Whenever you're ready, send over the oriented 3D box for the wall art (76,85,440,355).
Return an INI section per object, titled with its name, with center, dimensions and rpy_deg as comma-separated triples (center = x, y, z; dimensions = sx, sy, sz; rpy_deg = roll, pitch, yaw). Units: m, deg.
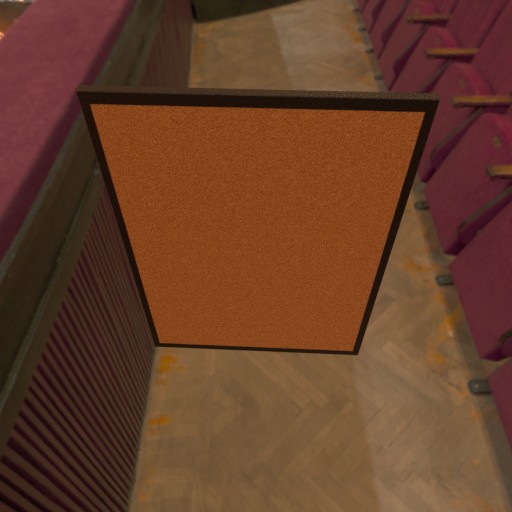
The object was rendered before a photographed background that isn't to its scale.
[wall art]
center = 0.000, 0.000, 1.325
dimensions = 0.774, 1.027, 0.030
rpy_deg = 2, 47, 2
